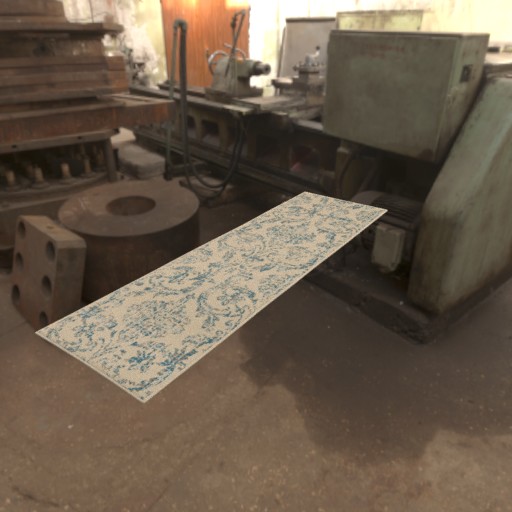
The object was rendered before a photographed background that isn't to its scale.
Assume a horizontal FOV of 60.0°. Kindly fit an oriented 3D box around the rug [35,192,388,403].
[{"bbox_3d":[0.000,0.000,2.444,0.662,0.011,2.196,18,32,31],"label":"rug"}]
